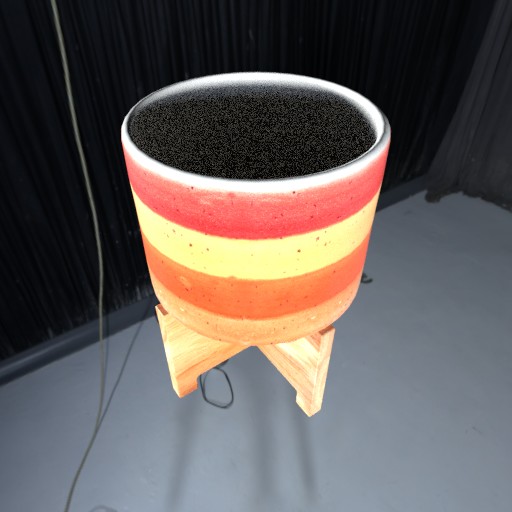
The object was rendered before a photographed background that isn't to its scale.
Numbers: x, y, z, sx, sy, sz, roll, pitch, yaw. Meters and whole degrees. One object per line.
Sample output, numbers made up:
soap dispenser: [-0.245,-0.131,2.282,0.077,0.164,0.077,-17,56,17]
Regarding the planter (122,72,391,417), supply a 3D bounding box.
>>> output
planter: [0.000,0.000,0.406,0.199,0.268,0.199,0,41,0]
